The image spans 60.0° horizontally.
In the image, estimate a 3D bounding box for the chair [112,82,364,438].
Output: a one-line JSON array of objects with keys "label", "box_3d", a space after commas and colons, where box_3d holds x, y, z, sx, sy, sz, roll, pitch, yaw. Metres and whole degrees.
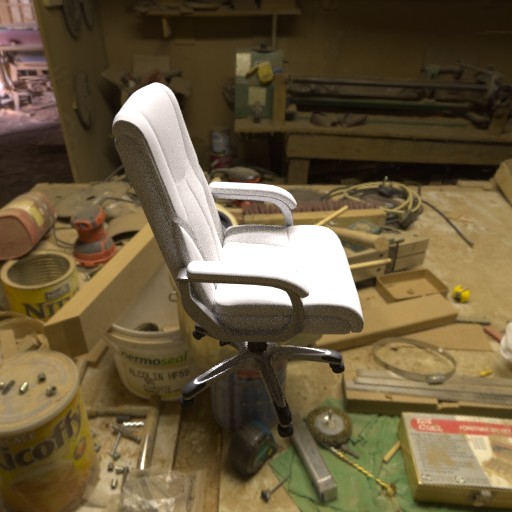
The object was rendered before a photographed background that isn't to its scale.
[{"label": "chair", "box_3d": [0.000, 0.000, 1.577, 0.738, 1.120, 0.687, 0, 32, 1]}]
